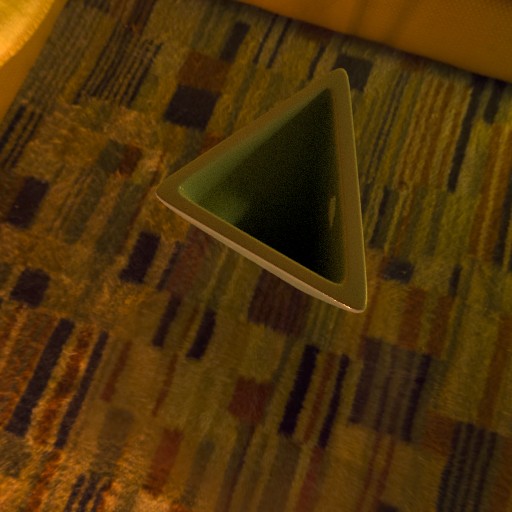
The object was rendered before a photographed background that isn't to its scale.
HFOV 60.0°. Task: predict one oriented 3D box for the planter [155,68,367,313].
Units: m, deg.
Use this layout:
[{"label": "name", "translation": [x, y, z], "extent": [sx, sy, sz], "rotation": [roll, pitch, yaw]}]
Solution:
[{"label": "planter", "translation": [0.000, 0.000, 0.220], "extent": [0.064, 0.178, 0.080], "rotation": [-1, 75, 0]}]
